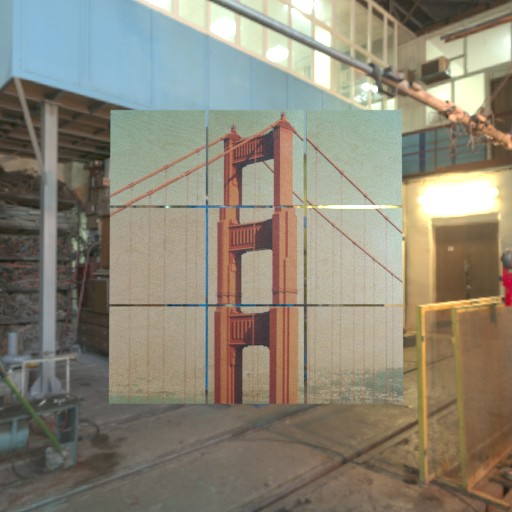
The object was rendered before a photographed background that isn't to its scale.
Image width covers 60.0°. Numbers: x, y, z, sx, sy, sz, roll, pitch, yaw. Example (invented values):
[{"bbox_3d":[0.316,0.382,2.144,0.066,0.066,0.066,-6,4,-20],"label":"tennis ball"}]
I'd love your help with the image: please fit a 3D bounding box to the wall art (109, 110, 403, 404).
[{"bbox_3d":[0.000,0.000,2.304,1.517,1.523,0.013,0,-1,0],"label":"wall art"}]
